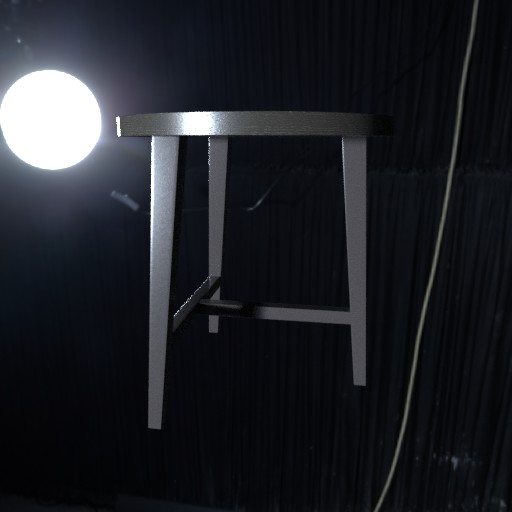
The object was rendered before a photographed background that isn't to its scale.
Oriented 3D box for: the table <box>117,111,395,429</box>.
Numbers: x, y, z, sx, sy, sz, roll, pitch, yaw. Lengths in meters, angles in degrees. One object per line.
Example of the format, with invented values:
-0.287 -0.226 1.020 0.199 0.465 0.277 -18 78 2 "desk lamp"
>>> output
0.000 0.000 0.900 0.500 0.531 0.500 0 15 0 "table"
